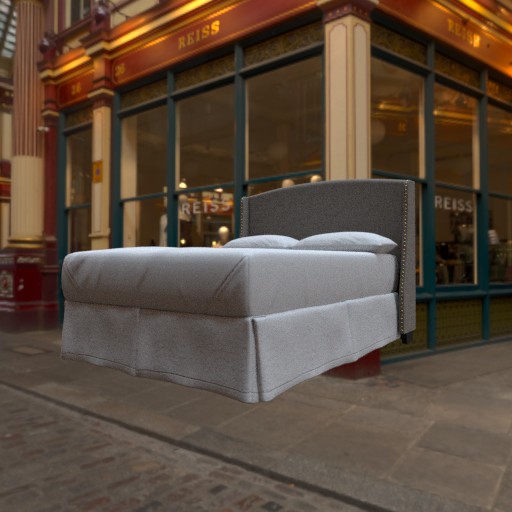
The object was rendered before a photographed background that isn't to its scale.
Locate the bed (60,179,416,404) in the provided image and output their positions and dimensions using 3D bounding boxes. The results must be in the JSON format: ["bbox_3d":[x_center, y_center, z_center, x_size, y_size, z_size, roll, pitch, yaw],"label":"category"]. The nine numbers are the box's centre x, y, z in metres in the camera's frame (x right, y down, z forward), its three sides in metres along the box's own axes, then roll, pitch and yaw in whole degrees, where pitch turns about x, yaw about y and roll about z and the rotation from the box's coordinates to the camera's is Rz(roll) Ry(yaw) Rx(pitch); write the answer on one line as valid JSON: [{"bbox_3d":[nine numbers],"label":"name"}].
[{"bbox_3d":[0.000,0.000,3.322,1.710,1.407,2.237,0,-1,36],"label":"bed"}]
